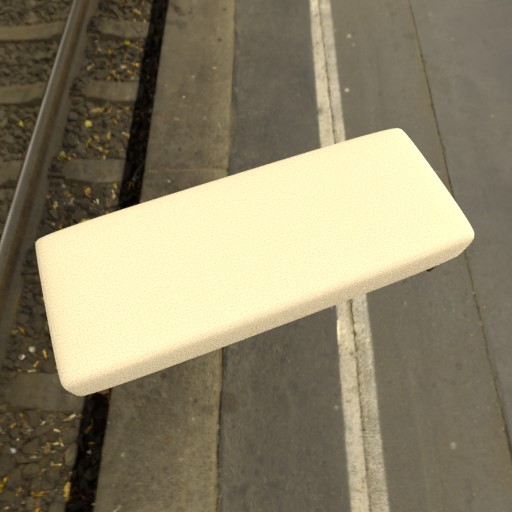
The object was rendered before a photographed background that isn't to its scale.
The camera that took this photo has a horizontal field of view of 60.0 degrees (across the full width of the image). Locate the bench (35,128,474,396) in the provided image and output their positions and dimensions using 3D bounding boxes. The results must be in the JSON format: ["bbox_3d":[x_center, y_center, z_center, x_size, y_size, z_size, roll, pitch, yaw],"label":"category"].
[{"bbox_3d":[0.000,0.000,1.854,1.609,0.393,0.646,-19,64,-10],"label":"bench"}]
